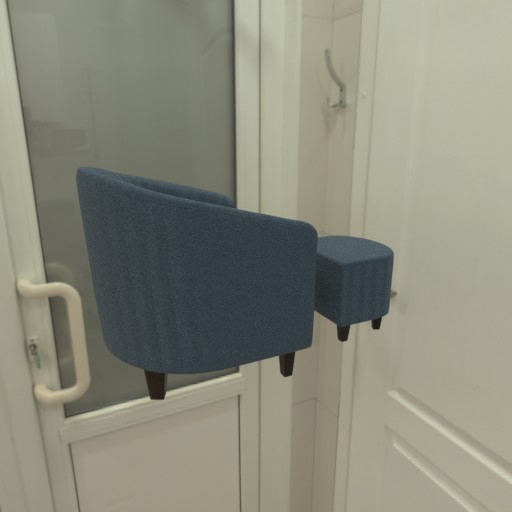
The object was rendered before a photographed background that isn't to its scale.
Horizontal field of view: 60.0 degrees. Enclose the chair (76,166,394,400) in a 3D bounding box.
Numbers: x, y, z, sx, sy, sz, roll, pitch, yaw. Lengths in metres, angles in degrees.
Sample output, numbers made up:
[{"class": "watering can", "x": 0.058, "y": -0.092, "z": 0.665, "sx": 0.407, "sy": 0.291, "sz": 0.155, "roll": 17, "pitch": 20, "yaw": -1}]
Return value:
[{"class": "chair", "x": 0.000, "y": 0.000, "z": 1.795, "sx": 1.288, "sy": 0.757, "sz": 0.756, "roll": -8, "pitch": 18, "yaw": -25}]
